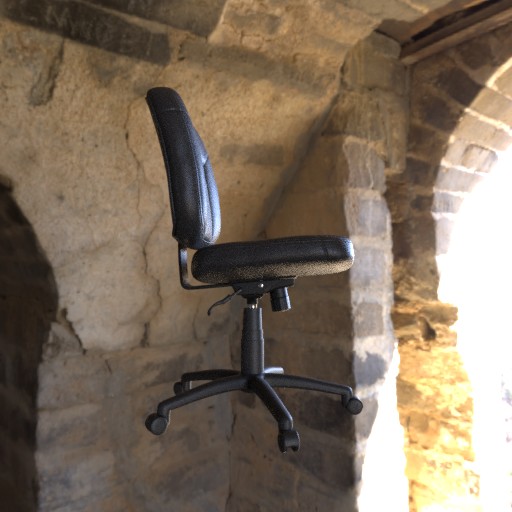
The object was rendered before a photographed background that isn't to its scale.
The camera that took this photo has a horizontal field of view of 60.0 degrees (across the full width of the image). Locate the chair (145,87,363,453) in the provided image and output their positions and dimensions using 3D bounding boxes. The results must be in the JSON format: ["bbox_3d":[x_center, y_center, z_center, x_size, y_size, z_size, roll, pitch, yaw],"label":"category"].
[{"bbox_3d":[0.000,0.000,1.376,0.646,0.959,0.647,0,-2,1],"label":"chair"}]
